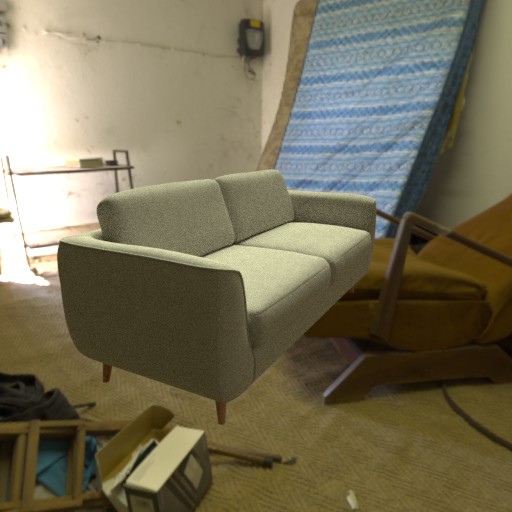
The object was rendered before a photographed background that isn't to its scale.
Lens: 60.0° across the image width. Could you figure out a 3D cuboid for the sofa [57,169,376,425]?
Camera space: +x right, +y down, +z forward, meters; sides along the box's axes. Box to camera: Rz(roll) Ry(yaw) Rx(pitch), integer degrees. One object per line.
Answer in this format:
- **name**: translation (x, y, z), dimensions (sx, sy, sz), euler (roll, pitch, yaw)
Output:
- **sofa**: translation (0.000, 0.000, 2.470), dimensions (0.920, 0.850, 2.000), euler (8, 17, 28)
